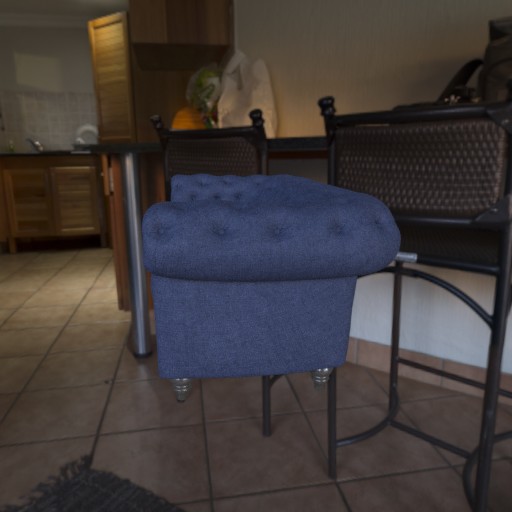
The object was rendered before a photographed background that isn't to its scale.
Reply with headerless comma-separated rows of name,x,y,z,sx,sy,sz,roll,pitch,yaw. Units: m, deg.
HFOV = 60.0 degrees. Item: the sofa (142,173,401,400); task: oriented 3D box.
sofa,0.000,0.000,2.514,1.082,0.833,1.988,-2,14,-7
